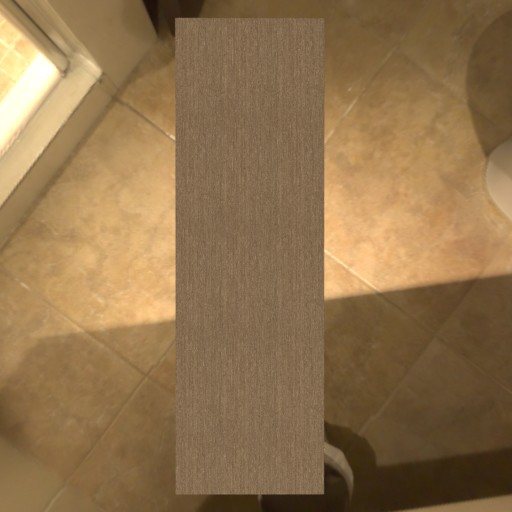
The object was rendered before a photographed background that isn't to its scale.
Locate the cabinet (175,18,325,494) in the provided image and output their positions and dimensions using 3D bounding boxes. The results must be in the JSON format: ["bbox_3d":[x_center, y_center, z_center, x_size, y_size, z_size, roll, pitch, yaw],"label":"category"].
[{"bbox_3d":[0.000,0.000,1.503,0.405,0.787,1.194,0,90,0],"label":"cabinet"}]
